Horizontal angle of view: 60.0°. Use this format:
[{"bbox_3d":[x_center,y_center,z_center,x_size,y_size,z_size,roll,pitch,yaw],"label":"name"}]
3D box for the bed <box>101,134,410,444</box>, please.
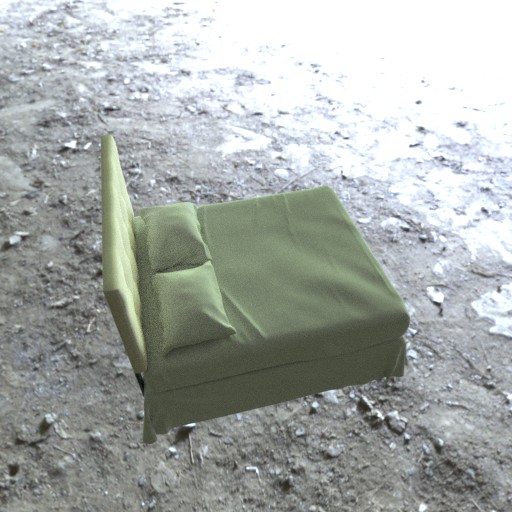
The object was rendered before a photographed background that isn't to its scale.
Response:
[{"bbox_3d":[0.000,0.000,3.580,2.222,1.577,1.936,-10,46,-10],"label":"bed"}]
